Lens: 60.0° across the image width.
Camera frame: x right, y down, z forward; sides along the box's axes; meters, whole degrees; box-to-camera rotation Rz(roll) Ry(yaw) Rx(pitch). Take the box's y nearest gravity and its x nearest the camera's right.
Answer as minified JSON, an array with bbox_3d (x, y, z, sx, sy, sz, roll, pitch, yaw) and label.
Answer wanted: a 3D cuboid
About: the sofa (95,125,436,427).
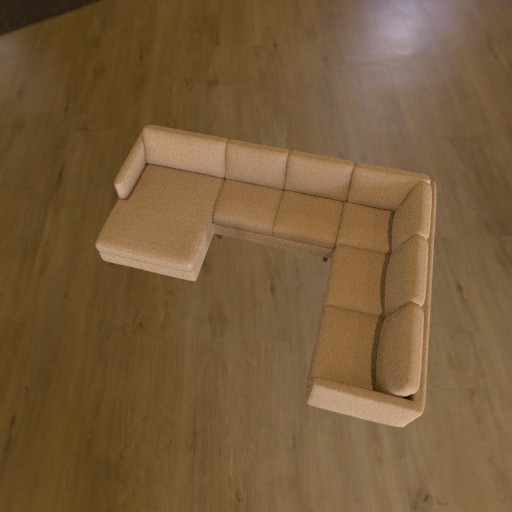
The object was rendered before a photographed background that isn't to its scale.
[{"bbox_3d":[0.000,0.000,4.561,3.403,0.889,2.551,12,59,8],"label":"sofa"}]
